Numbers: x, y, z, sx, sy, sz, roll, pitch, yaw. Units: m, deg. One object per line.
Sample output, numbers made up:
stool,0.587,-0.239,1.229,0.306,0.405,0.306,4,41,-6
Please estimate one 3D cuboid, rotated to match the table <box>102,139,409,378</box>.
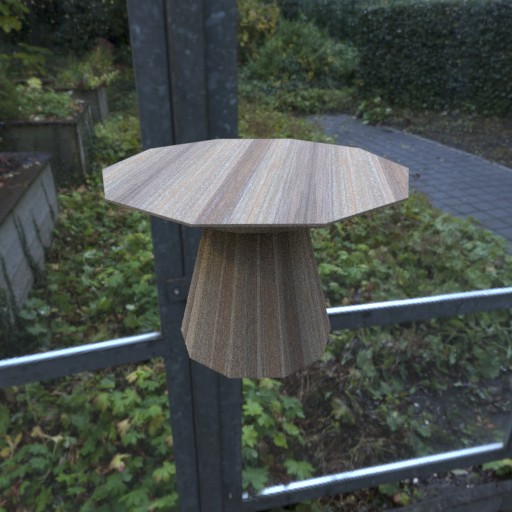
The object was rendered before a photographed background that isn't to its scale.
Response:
table,0.000,0.000,1.883,1.186,0.752,1.186,0,26,0
